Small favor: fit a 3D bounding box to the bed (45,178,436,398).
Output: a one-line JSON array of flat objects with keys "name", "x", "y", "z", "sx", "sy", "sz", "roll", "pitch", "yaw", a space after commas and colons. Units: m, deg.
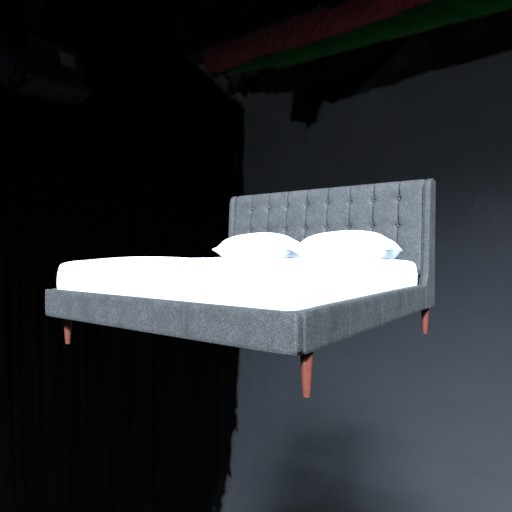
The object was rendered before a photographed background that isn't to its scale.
[{"name": "bed", "x": 0.000, "y": 0.000, "z": 2.506, "sx": 1.531, "sy": 0.933, "sz": 1.638, "roll": 1, "pitch": 1, "yaw": 36}]
